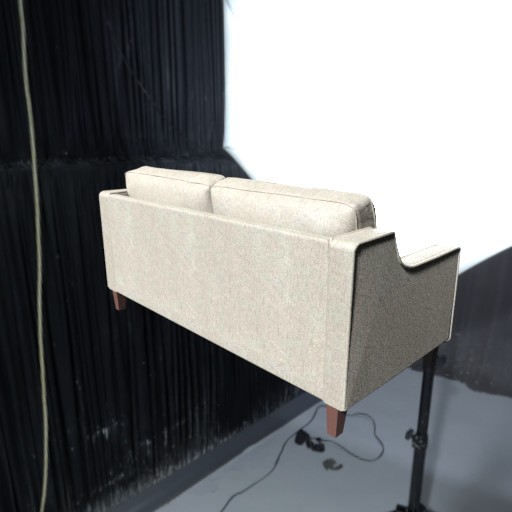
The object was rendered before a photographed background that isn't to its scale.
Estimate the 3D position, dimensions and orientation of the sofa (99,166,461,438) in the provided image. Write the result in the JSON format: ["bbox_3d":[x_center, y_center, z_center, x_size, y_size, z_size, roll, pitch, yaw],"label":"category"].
[{"bbox_3d":[0.000,0.000,2.861,1.073,1.074,2.181,-14,21,-42],"label":"sofa"}]
